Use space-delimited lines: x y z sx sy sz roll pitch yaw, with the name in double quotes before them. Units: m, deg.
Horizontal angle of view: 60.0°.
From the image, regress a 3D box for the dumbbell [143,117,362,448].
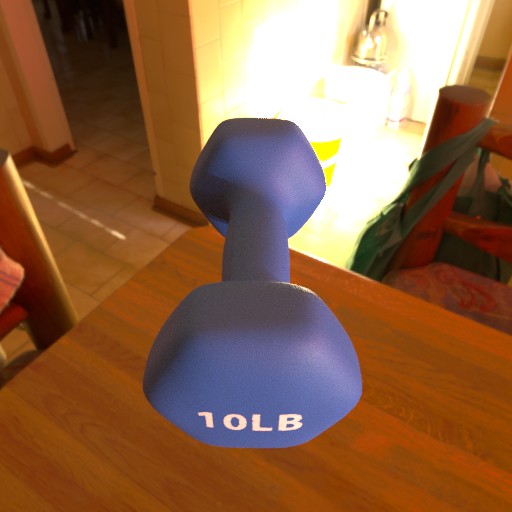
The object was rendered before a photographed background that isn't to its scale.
"dumbbell" 0.000 0.000 0.269 0.103 0.093 0.212 1 42 1
